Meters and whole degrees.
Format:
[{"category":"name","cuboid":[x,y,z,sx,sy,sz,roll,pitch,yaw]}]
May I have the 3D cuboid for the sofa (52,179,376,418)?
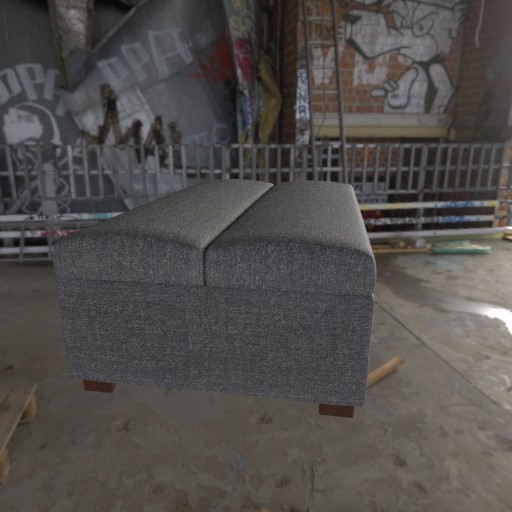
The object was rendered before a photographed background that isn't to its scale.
[{"category":"sofa","cuboid":[0.000,0.000,1.572,0.782,0.417,1.198,3,16,9]}]
